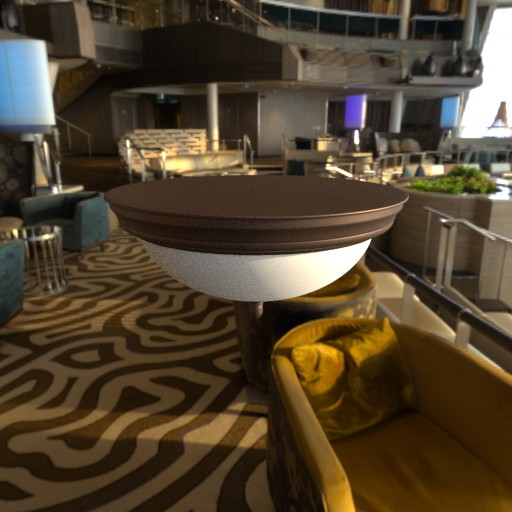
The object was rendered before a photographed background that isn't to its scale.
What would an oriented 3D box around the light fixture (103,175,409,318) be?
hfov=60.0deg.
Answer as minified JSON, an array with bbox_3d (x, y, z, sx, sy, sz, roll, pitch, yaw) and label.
[{"bbox_3d":[0.000,0.000,0.446,0.280,0.135,0.280,0,16,0],"label":"light fixture"}]
